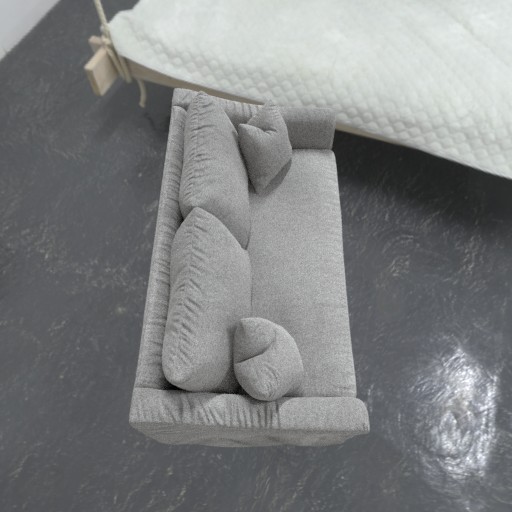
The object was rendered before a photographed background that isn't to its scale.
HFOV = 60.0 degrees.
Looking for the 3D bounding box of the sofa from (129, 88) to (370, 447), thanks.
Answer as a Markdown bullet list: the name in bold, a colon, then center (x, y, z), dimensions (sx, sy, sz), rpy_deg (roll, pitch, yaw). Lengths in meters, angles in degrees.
- **sofa**: center (0.000, 0.000, 2.606), dimensions (1.072, 1.018, 2.010), rpy_deg (0, 61, 0)
